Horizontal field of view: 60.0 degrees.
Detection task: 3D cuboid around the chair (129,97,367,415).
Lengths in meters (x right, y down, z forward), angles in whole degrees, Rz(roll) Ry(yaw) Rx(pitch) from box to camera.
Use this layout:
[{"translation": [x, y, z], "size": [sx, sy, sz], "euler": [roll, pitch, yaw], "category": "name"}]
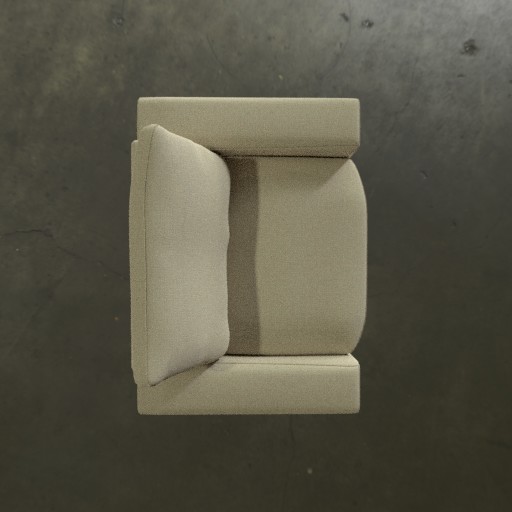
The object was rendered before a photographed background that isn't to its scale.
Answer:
[{"translation": [0.000, 0.000, 2.045], "size": [1.039, 0.915, 1.398], "euler": [0, 90, -1], "category": "chair"}]
